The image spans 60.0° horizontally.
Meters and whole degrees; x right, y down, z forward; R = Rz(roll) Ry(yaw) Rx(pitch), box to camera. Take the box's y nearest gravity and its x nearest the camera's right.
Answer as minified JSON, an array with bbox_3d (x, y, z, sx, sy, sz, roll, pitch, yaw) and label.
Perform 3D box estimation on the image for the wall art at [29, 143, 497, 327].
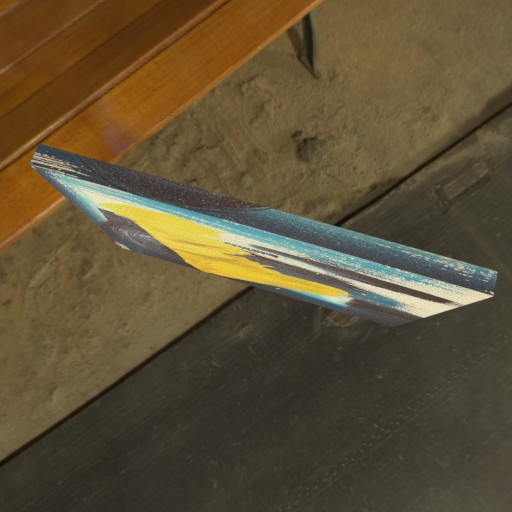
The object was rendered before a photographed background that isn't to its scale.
[{"bbox_3d":[0.000,0.000,0.758,0.609,0.406,0.033,16,76,4],"label":"wall art"}]
